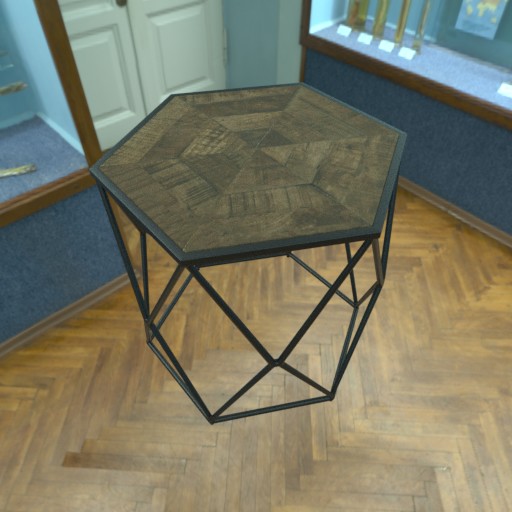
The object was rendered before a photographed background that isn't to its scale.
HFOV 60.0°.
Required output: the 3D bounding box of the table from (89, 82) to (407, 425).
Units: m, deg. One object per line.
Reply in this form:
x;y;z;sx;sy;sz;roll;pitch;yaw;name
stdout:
0.000;0.000;1.018;0.579;0.564;0.578;-31;54;-27;table
